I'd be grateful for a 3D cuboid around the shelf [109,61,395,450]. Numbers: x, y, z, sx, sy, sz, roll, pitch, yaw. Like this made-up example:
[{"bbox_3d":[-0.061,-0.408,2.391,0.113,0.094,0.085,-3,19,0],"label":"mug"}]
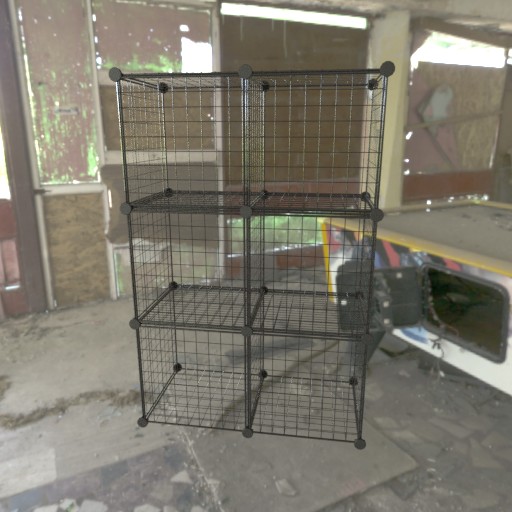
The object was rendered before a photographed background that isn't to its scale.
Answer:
[{"bbox_3d":[0.000,0.000,1.392,0.711,1.067,0.356,2,16,8],"label":"shelf"}]
